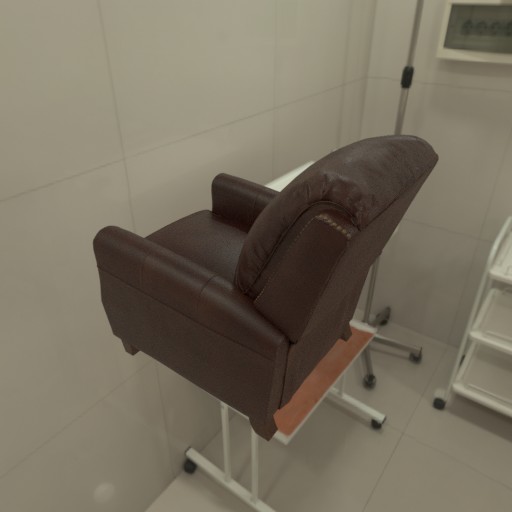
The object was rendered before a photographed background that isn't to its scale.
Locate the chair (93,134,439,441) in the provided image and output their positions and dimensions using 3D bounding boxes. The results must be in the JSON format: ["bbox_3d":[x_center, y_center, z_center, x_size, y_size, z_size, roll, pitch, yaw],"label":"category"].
[{"bbox_3d":[0.000,0.000,1.755,1.089,1.022,0.826,20,37,30],"label":"chair"}]
